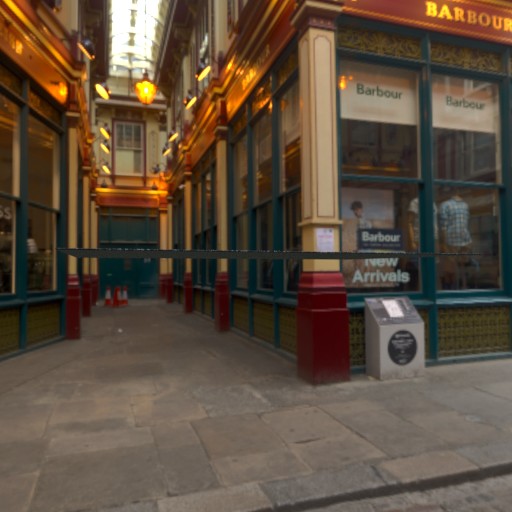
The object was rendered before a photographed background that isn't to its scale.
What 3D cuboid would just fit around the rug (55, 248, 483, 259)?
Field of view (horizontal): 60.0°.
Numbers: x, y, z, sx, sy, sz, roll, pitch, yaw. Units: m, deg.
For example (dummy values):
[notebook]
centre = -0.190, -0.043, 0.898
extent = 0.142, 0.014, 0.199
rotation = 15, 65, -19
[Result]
[rug]
centre = 0.000, 0.000, 2.342
extent = 1.828, 0.005, 1.219
rotation = 1, -2, -19
